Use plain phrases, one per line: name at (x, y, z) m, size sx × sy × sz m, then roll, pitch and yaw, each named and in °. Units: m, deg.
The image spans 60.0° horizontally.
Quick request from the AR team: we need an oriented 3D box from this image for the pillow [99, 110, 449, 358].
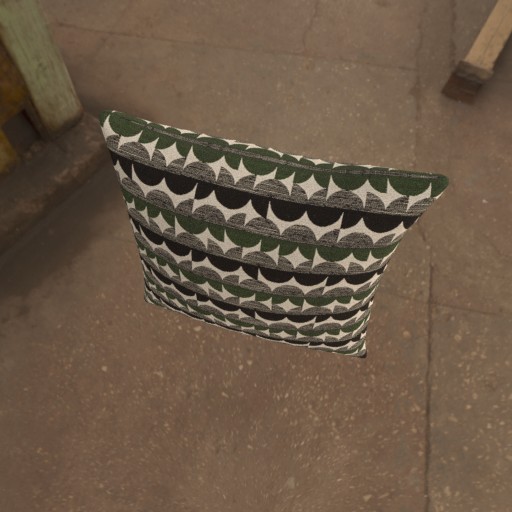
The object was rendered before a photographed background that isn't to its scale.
pillow at (0.000, 0.000, 0.658) m, size 0.419 × 0.404 × 0.180 m, roll 13°, pitch 59°, yaw 8°
